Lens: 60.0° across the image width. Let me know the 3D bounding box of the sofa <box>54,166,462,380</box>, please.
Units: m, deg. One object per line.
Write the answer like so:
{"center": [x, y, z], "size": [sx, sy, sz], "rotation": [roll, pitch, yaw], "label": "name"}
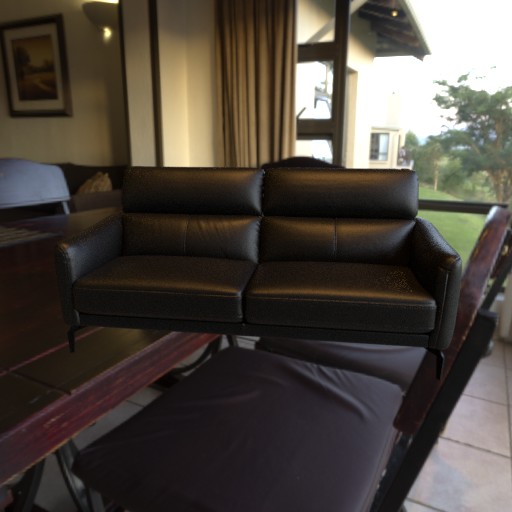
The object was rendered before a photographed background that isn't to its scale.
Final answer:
{"center": [0.000, 0.000, 2.539], "size": [2.069, 0.957, 0.856], "rotation": [2, 15, 8], "label": "sofa"}
